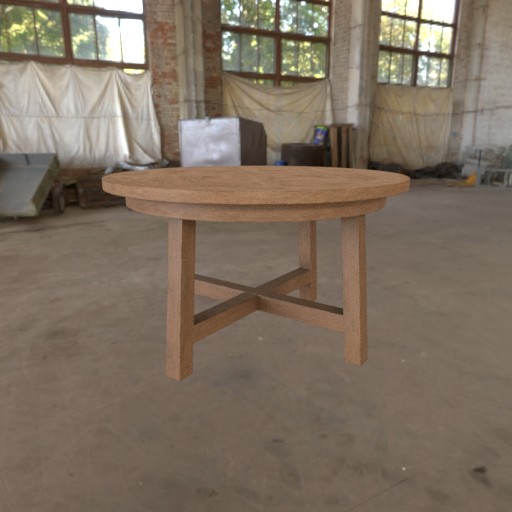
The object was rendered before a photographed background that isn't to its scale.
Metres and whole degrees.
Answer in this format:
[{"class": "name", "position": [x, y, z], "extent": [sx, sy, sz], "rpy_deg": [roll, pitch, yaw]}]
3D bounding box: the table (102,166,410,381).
[{"class": "table", "position": [0.000, 0.000, 2.097], "extent": [1.319, 0.762, 1.319], "rpy_deg": [0, 15, 0]}]
